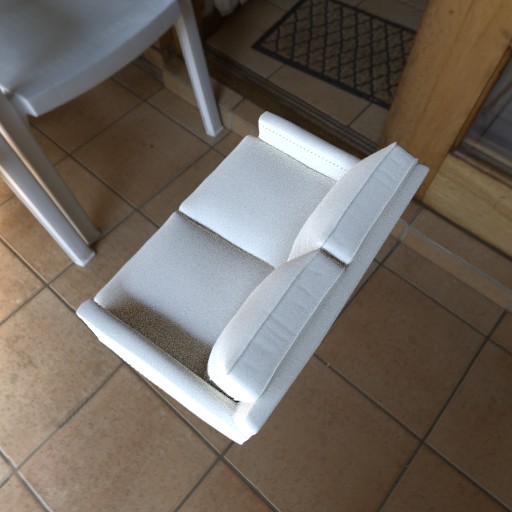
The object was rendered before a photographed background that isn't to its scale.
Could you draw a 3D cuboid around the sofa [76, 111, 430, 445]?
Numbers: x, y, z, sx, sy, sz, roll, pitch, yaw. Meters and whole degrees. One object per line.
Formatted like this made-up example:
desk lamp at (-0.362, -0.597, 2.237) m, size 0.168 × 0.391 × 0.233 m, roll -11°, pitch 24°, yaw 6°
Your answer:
sofa at (0.000, 0.000, 2.346) m, size 1.084 × 1.003 × 1.597 m, roll 32°, pitch 66°, yaw 16°
